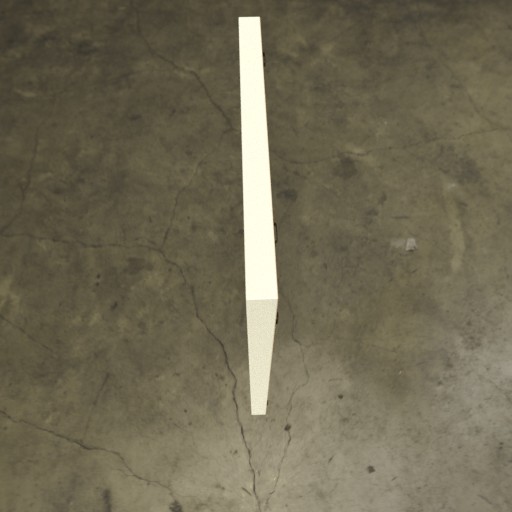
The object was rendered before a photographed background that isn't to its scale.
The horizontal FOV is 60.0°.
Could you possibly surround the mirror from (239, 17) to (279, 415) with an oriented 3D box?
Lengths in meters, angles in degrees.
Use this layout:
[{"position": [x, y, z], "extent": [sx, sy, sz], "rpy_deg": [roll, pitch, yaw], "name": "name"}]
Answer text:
[{"position": [0.000, 0.000, 0.917], "extent": [0.040, 0.710, 0.507], "rpy_deg": [-2, 61, -1], "name": "mirror"}]
